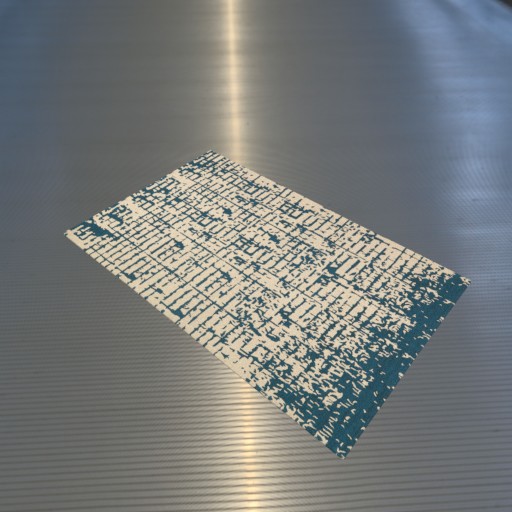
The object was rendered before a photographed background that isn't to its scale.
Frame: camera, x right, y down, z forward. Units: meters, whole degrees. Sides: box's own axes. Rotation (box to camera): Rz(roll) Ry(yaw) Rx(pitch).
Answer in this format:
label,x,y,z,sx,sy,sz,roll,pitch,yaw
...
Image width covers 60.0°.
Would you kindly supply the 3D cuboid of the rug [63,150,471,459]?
label,x,y,z,sx,sy,sz,roll,pitch,yaw
rug,0.000,0.000,3.075,2.435,0.011,1.517,32,53,28
